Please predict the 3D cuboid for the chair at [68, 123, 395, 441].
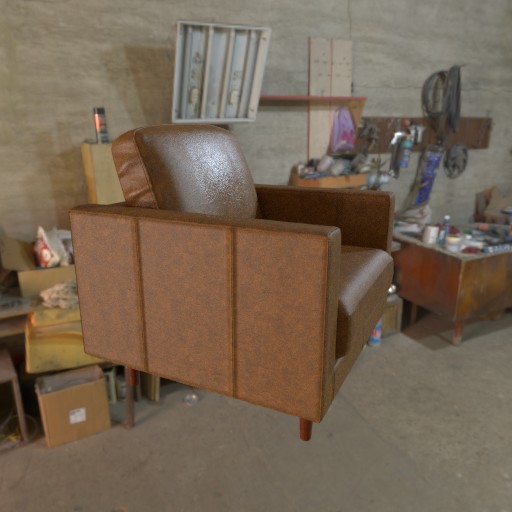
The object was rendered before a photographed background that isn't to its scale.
[{"bbox_3d":[0.000,0.000,1.660,0.909,0.956,0.890,8,17,26],"label":"chair"}]
